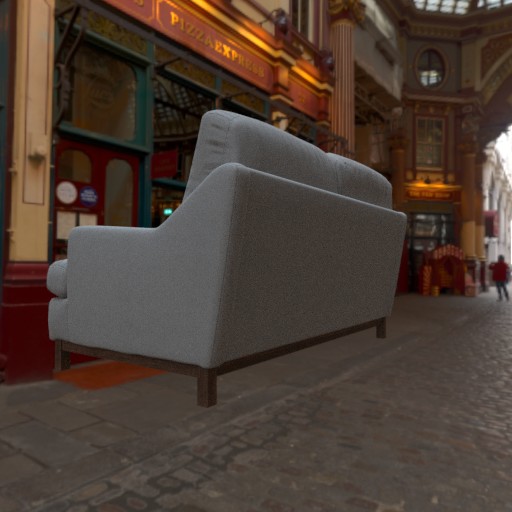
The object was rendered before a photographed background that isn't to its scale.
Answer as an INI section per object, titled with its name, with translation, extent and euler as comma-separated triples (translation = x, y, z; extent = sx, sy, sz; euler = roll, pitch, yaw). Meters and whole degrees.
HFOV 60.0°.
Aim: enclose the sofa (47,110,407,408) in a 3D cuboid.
[sofa]
translation = 0.000, 0.000, 2.137
extent = 0.987, 0.921, 1.589
euler = -1, -1, 36
